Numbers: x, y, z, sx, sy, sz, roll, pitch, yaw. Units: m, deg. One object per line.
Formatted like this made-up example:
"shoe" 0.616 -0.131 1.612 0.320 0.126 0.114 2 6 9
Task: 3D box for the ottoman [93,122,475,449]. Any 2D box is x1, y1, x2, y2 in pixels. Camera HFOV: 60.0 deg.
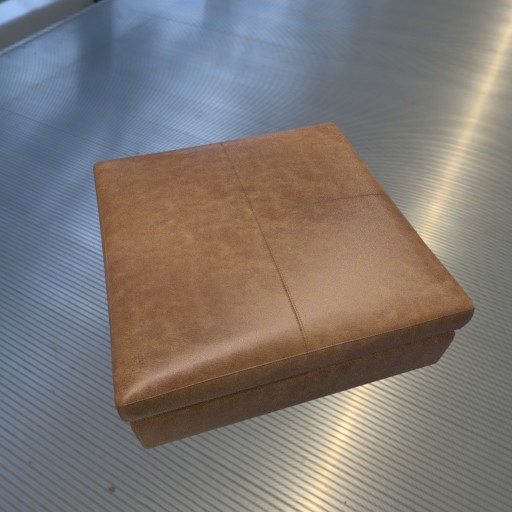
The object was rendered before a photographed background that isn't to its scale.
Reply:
"ottoman" 0.000 0.000 1.826 1.168 0.483 1.169 -13 50 -11
